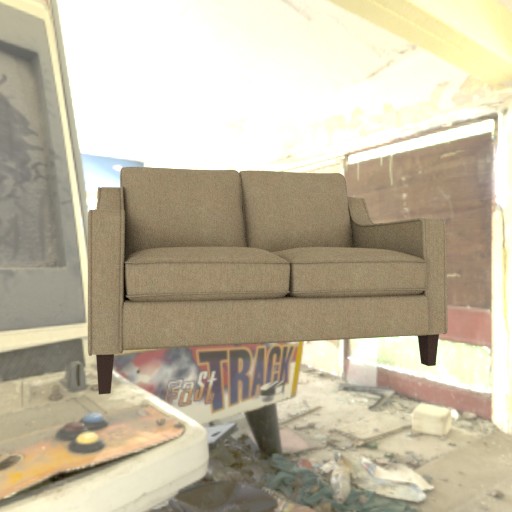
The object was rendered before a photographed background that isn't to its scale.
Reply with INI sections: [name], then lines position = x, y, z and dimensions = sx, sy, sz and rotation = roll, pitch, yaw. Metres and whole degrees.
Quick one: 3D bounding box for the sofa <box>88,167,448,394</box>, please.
[sofa]
position = 0.000, 0.000, 2.185
dimensions = 1.503, 0.981, 0.985
rotation = 0, 0, -17
